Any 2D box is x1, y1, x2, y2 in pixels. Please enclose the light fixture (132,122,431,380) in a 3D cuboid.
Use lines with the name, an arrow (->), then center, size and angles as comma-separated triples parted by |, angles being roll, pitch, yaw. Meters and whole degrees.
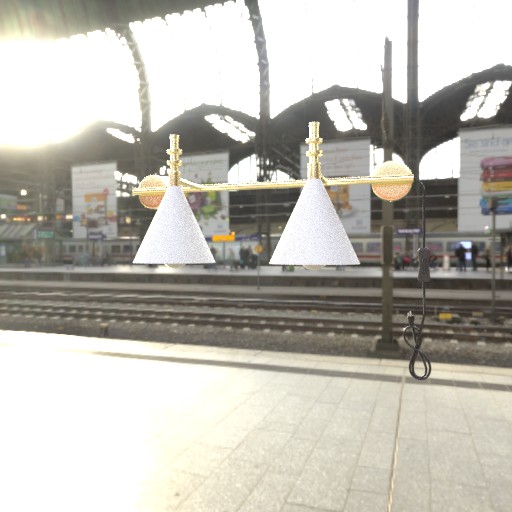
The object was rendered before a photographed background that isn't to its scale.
light fixture -> 0.000, 0.000, 0.855 | 0.642, 0.468, 0.239 | 0, 0, 18
